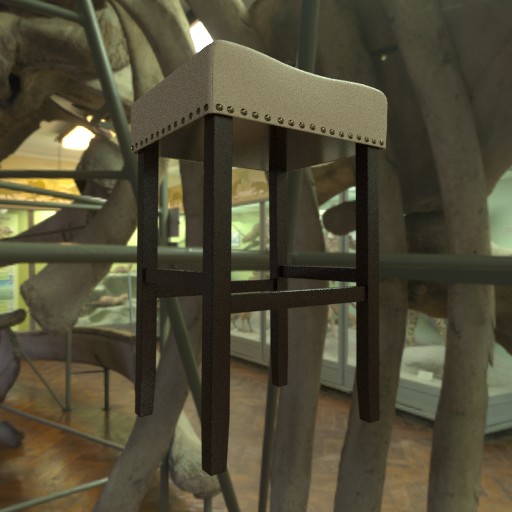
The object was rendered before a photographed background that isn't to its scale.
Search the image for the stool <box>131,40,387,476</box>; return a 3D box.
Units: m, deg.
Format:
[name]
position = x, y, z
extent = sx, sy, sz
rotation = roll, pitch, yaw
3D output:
[stool]
position = 0.000, 0.000, 1.045
extent = 0.471, 0.762, 0.401
rotation = 0, 0, -35
